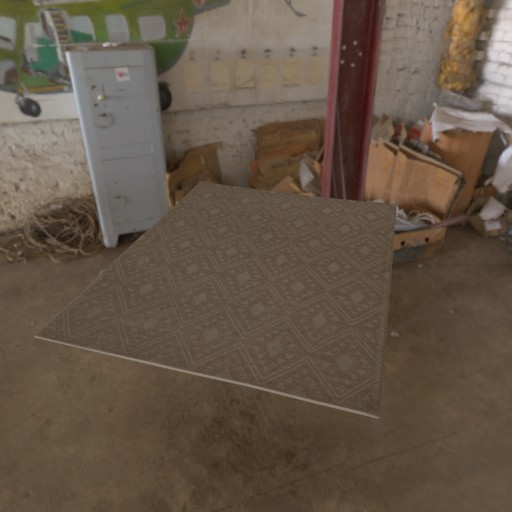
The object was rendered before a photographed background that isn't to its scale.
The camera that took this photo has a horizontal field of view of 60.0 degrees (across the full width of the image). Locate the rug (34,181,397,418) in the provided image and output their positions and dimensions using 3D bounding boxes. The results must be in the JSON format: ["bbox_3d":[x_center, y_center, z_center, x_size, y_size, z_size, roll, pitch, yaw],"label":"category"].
[{"bbox_3d":[0.000,0.000,4.064,2.399,0.054,3.011,9,33,14],"label":"rug"}]
